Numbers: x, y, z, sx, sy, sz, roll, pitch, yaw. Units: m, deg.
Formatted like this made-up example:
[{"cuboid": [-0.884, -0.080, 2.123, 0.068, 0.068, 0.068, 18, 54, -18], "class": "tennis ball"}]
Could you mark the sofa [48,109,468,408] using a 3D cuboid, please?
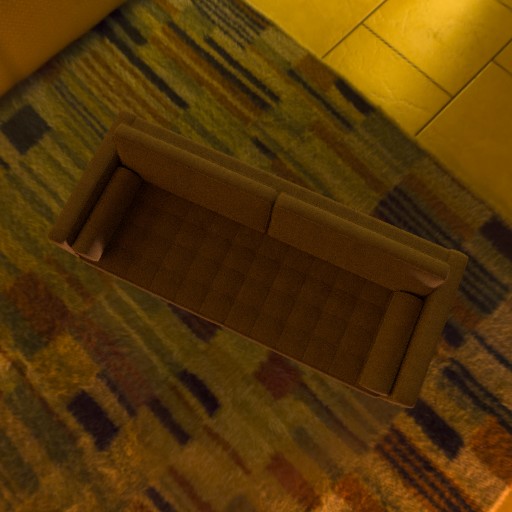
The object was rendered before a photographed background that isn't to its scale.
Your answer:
[{"cuboid": [0.000, 0.000, 2.638, 2.200, 0.770, 0.919, 24, 78, 5], "class": "sofa"}]
